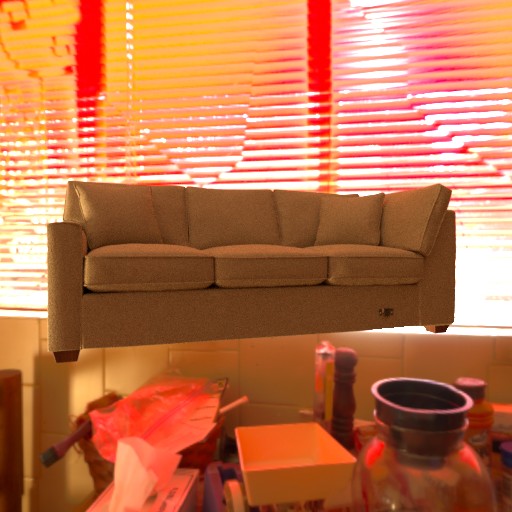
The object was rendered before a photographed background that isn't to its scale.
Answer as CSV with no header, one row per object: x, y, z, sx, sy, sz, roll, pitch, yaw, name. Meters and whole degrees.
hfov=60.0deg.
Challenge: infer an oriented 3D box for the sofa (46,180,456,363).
0.000,0.000,2.799,2.317,0.962,1.061,0,1,-19,sofa
